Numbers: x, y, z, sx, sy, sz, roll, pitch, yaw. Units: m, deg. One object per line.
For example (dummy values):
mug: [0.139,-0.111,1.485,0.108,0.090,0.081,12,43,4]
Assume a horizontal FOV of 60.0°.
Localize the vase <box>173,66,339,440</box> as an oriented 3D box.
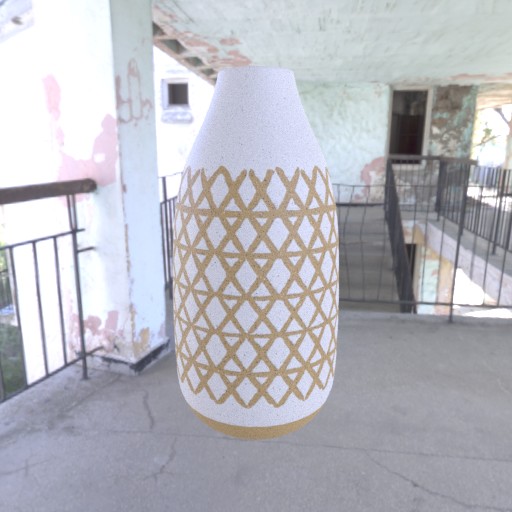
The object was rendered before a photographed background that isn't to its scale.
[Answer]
vase: [0.000,0.000,0.491,0.186,0.380,0.186,0,14,0]
